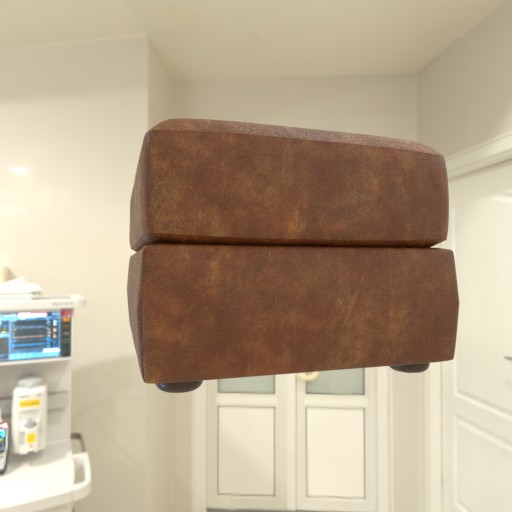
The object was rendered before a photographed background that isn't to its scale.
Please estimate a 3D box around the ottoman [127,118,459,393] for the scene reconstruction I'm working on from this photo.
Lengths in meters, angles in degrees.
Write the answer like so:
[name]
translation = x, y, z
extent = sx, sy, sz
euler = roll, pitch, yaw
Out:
[ottoman]
translation = 0.000, 0.000, 1.106
extent = 0.603, 0.476, 0.751
euler = 0, -1, -17
